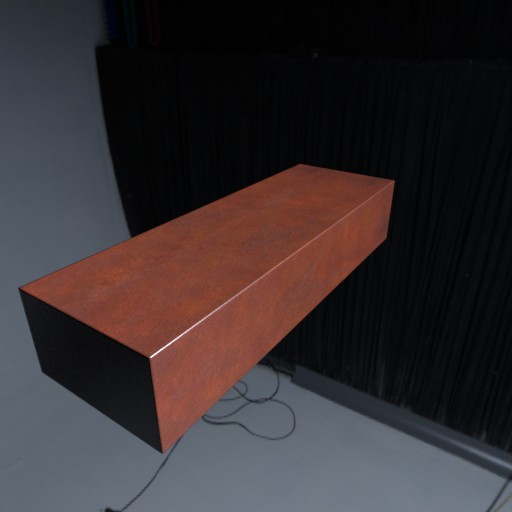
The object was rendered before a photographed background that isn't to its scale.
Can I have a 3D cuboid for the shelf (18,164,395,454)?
[{"bbox_3d":[0.000,0.000,0.508,0.152,0.088,0.457,17,32,31],"label":"shelf"}]
